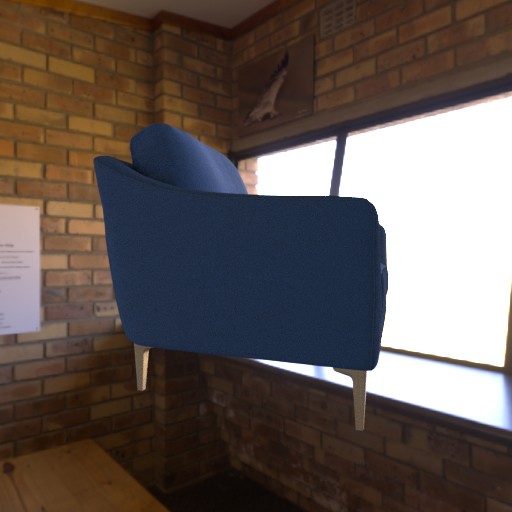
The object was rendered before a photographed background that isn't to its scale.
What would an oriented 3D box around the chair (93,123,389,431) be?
[{"bbox_3d":[0.000,0.000,1.689,0.961,0.899,0.987,0,0,18],"label":"chair"}]
